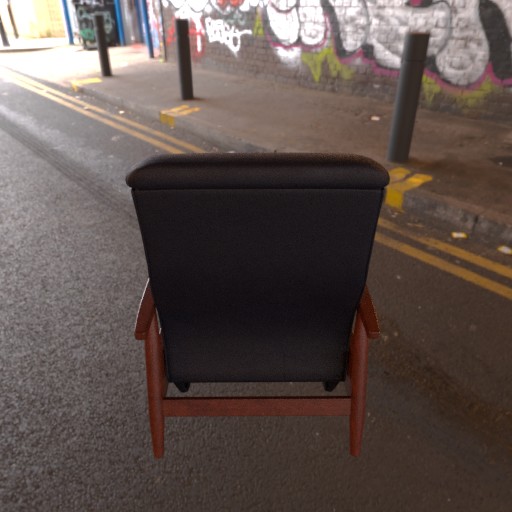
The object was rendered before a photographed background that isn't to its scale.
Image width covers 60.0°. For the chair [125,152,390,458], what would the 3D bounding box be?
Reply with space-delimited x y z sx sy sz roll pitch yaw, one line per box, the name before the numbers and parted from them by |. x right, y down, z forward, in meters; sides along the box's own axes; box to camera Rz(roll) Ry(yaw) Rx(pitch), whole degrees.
chair | 0.000 0.000 1.721 0.762 1.082 1.014 0 30 0
